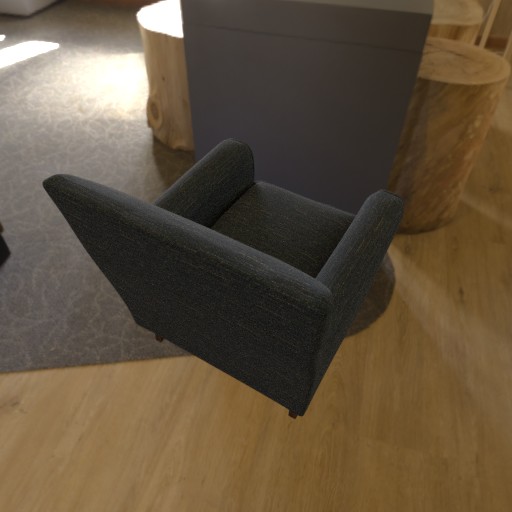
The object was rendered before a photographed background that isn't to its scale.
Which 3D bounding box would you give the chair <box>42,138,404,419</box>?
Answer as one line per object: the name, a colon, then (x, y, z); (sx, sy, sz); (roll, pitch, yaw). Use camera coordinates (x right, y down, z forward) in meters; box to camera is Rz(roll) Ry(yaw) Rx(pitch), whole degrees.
chair: (0.000, 0.000, 1.644); (0.864, 0.928, 0.873); (24, 51, 21)
